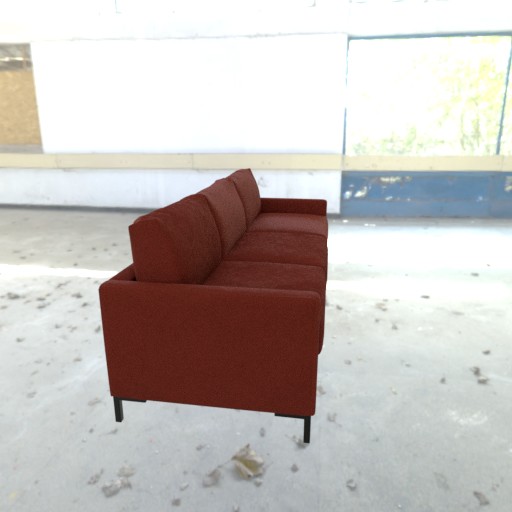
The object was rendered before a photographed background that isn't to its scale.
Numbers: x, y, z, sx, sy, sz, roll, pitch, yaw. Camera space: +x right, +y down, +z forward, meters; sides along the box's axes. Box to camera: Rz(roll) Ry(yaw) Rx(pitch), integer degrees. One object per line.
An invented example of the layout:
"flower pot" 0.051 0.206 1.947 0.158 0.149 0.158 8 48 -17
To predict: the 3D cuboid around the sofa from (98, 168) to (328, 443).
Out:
"sofa" 0.000 0.000 2.725 0.875 0.879 2.252 3 17 9
